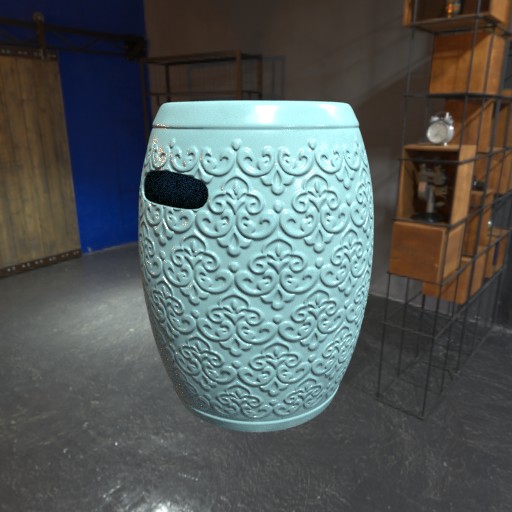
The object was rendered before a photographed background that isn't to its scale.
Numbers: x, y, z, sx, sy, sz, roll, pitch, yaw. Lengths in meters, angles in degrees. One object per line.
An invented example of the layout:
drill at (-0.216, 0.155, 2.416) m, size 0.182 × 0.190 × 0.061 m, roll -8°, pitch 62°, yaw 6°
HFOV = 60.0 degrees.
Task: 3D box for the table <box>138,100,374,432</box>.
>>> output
table at (0.000, 0.000, 0.609) m, size 0.309 × 0.397 × 0.309 m, roll 0°, pitch 18°, yaw 0°
